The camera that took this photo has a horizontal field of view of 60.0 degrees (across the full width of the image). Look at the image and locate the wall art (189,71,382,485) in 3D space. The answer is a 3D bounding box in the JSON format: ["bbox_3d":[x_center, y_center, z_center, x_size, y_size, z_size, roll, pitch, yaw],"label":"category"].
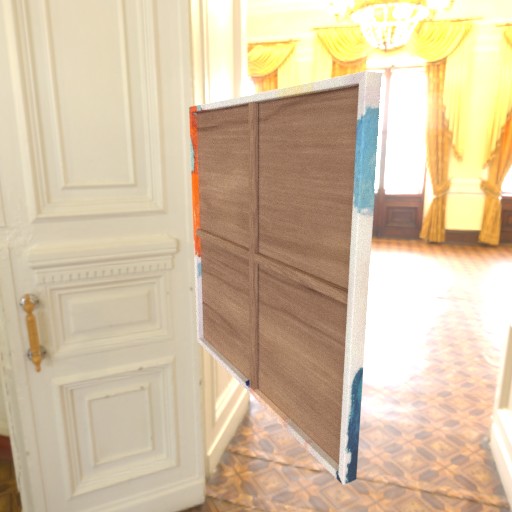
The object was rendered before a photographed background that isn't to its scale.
[{"bbox_3d":[0.000,0.000,1.185,0.037,0.814,0.814,-8,16,-28],"label":"wall art"}]
